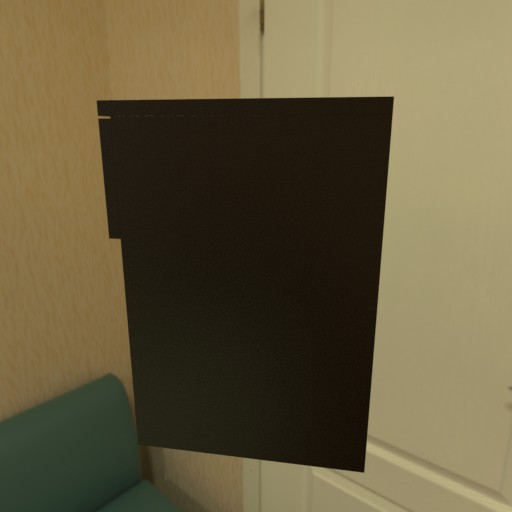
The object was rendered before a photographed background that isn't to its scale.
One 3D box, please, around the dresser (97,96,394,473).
[{"bbox_3d":[0.000,0.000,0.741,0.360,0.470,0.400,3,16,10],"label":"dresser"}]
